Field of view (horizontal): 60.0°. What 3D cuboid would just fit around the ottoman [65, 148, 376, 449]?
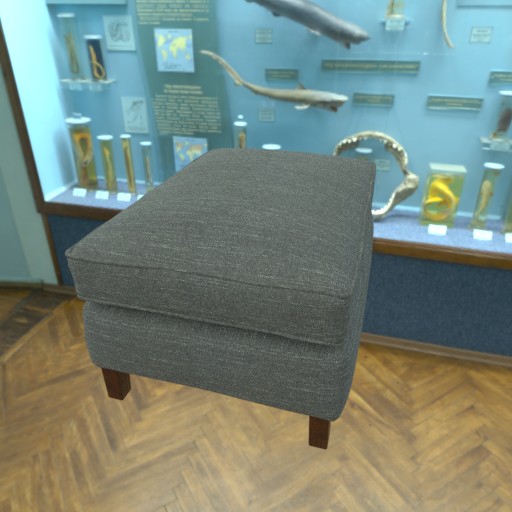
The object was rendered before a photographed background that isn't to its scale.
[{"bbox_3d":[0.000,0.000,1.011,0.508,0.406,0.686,8,30,14],"label":"ottoman"}]
